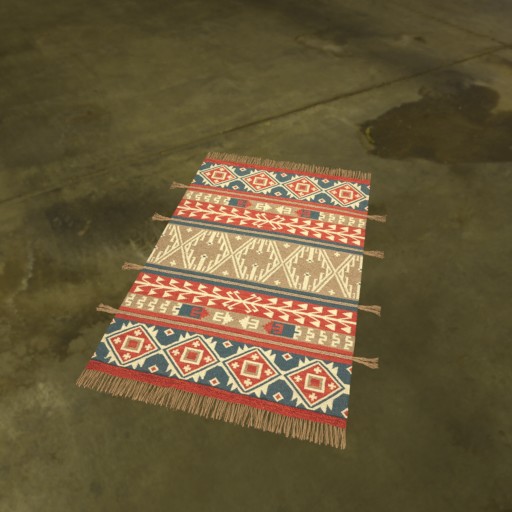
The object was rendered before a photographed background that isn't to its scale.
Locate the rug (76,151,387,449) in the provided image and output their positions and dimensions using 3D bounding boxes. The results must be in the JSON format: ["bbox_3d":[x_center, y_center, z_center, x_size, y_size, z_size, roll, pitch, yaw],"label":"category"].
[{"bbox_3d":[0.000,0.000,3.156,1.778,0.048,2.450,10,46,9],"label":"rug"}]
